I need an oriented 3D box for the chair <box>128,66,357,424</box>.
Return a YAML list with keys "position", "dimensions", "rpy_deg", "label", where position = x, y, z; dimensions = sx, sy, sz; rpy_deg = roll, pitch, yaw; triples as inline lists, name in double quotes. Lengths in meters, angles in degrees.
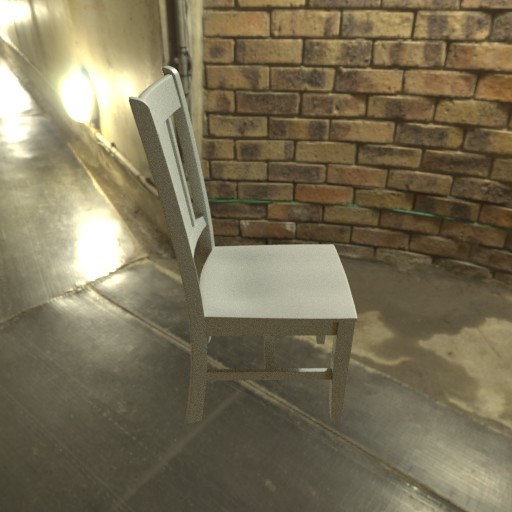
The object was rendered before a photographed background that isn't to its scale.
- position: [0.000, 0.000, 1.328]
  dimensions: [0.555, 0.998, 0.450]
  rpy_deg: [0, 31, 0]
  label: "chair"
